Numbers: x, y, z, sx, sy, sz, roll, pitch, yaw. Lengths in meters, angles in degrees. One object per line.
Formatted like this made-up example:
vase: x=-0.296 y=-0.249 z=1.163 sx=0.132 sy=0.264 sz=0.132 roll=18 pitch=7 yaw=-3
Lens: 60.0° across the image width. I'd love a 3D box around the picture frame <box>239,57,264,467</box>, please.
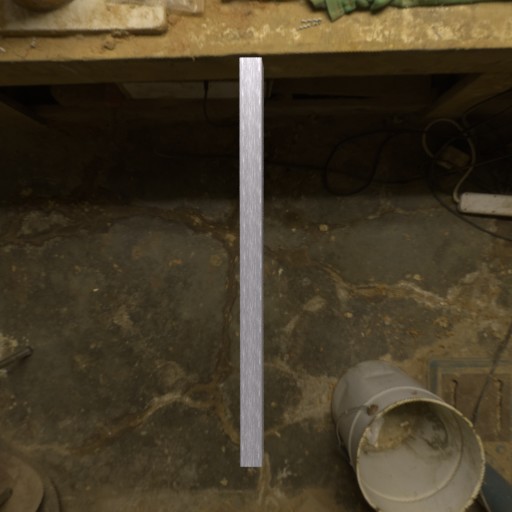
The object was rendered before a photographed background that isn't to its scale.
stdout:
picture frame: x=0.000 y=0.000 z=0.770 sx=0.029 sy=0.559 sz=0.454 roll=0 pitch=92 yaw=1
